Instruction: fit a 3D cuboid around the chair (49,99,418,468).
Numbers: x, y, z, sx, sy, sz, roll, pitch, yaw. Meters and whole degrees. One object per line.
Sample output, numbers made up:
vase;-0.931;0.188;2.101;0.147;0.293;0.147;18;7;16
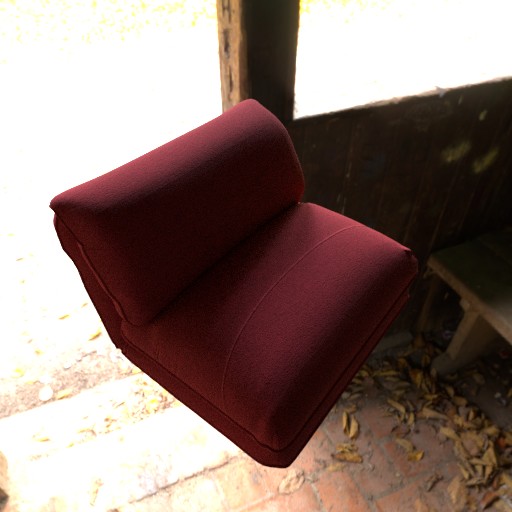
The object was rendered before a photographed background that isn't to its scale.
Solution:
chair;0.000;0.000;1.330;0.780;0.580;0.820;28;49;27
